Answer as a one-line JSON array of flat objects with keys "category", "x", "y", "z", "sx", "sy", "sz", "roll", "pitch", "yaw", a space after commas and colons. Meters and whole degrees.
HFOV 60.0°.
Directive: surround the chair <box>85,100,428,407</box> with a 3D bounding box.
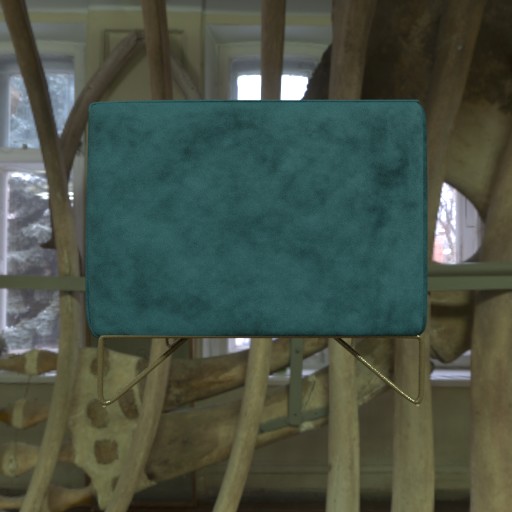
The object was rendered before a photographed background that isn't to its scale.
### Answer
[{"category": "chair", "x": 0.000, "y": 0.000, "z": 1.549, "sx": 0.894, "sy": 0.790, "sz": 0.880, "roll": 0, "pitch": -1, "yaw": 0}]
